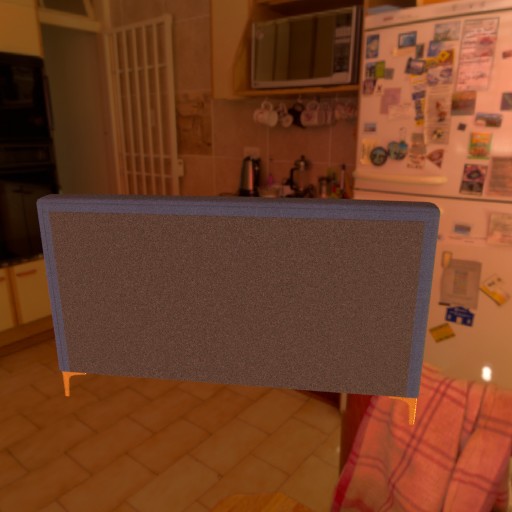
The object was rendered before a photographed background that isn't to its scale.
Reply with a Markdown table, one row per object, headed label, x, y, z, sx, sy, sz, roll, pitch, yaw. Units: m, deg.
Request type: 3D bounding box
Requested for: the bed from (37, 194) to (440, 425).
| label | x | y | z | sx | sy | sz | roll | pitch | yaw |
| --- | --- | --- | --- | --- | --- | --- | --- | --- | --- |
| bed | 0.000 | 0.000 | 3.450 | 2.096 | 1.231 | 2.232 | 2 | 16 | 7 |
